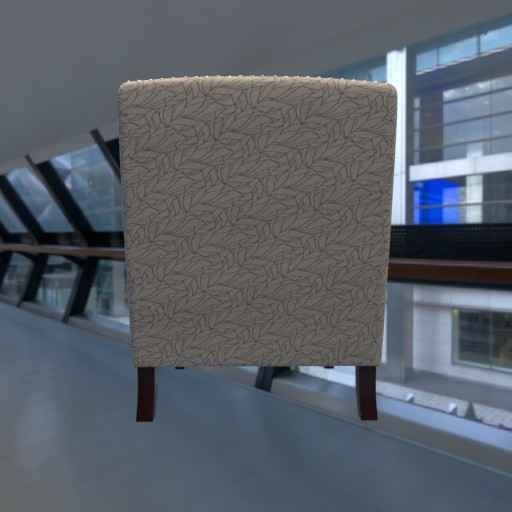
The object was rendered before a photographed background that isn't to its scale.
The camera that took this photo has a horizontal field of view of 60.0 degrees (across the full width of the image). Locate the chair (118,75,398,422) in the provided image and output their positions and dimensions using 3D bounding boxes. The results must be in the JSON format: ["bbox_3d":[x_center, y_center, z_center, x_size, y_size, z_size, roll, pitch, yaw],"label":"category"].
[{"bbox_3d":[0.000,0.000,1.298,0.623,0.816,0.651,0,1,-1],"label":"chair"}]
